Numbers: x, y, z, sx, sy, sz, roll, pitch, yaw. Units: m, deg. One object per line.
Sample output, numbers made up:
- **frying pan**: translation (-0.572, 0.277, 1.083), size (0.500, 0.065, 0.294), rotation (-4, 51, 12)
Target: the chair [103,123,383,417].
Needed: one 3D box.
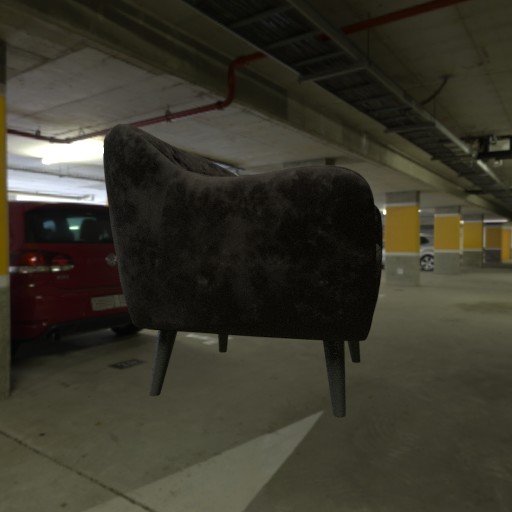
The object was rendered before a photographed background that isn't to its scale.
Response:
- **chair**: translation (0.000, 0.000, 1.493), size (0.819, 0.807, 0.840), rotation (0, 1, 17)
